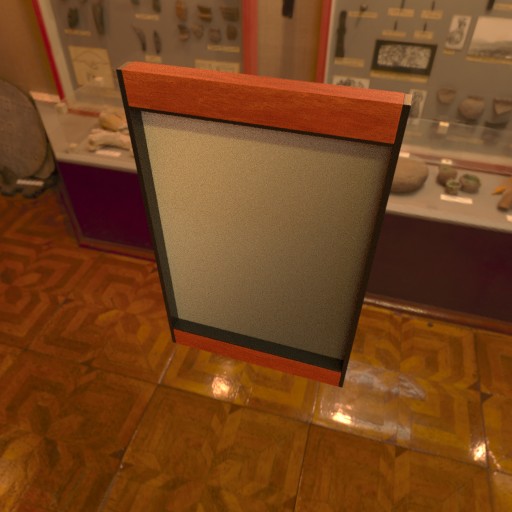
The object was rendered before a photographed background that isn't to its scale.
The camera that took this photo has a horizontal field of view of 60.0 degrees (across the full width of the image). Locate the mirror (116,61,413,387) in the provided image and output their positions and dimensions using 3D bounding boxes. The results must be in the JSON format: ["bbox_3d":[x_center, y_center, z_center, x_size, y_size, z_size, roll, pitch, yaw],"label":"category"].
[{"bbox_3d":[0.000,0.000,1.046,0.525,0.823,0.047,12,44,13],"label":"mirror"}]
